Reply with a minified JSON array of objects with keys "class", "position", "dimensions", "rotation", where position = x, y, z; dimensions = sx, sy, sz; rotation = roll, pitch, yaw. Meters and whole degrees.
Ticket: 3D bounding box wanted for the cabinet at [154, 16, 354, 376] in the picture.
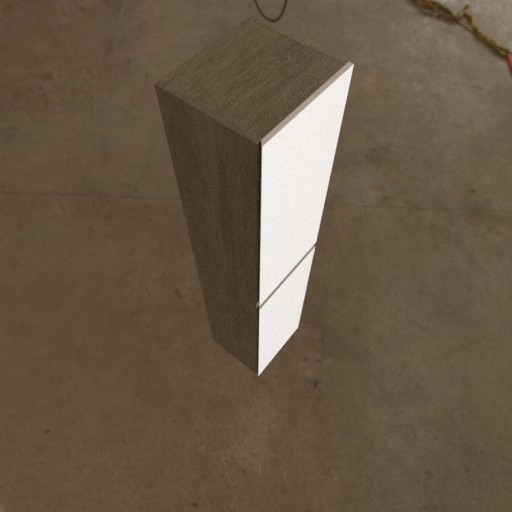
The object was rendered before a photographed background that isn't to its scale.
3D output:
[{"class":"cabinet","position":[0.000,0.000,1.482],"dimensions":[0.270,1.400,0.300],"rotation":[35,65,19]}]
